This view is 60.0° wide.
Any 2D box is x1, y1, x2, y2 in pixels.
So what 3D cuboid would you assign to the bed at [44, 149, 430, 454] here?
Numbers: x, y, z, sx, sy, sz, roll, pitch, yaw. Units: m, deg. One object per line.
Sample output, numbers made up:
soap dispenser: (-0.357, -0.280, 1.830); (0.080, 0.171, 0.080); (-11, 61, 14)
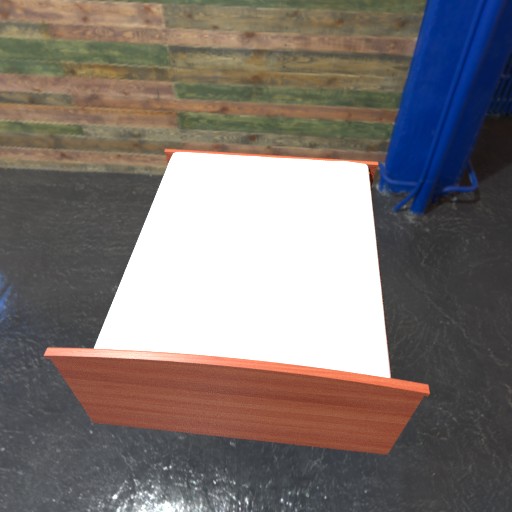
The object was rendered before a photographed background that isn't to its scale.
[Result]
bed: (0.000, 0.000, 2.867); (1.683, 0.848, 2.053); (5, 47, 4)
